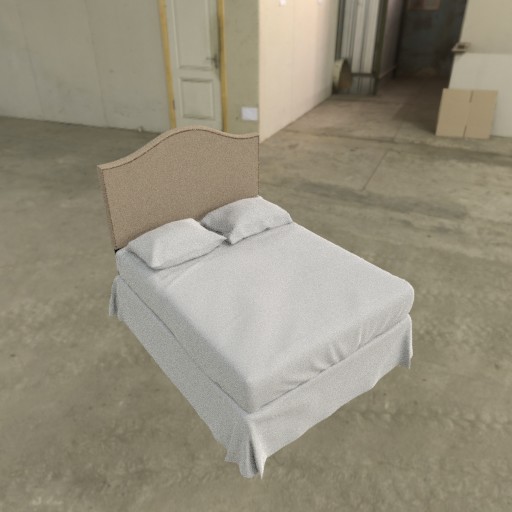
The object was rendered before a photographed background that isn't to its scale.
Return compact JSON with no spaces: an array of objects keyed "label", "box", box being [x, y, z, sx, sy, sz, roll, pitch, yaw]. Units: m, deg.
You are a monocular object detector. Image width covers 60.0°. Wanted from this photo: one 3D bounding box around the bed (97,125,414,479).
[{"label":"bed","box":[0.000,0.000,3.539,1.876,1.645,2.221,-22,37,-32]}]
